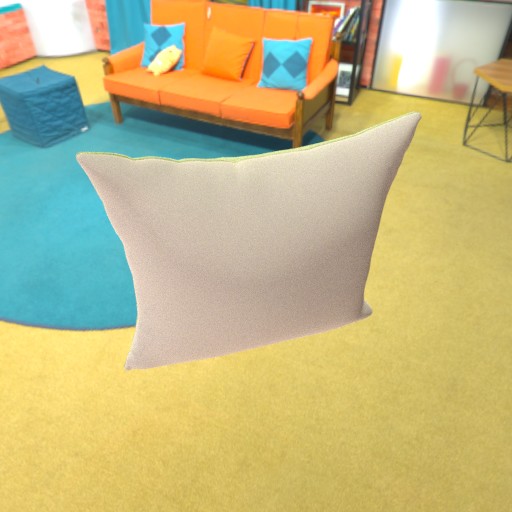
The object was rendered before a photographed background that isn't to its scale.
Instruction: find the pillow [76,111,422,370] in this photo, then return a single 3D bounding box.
[{"bbox_3d":[0.000,0.000,0.812,0.560,0.487,0.229,-11,42,-12],"label":"pillow"}]
